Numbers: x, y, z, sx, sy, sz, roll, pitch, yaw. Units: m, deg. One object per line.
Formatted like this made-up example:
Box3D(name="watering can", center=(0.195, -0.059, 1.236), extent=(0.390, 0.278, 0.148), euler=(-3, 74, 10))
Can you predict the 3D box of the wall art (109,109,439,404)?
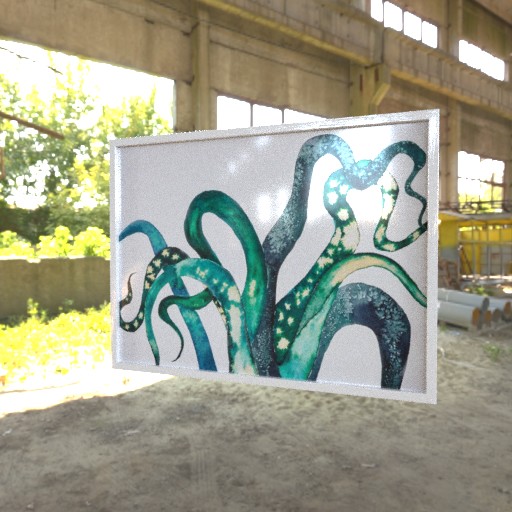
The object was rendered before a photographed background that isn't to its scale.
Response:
Box3D(name="wall art", center=(0.000, 0.000, 1.374), extent=(1.041, 0.787, 0.053), euler=(0, 1, 19))
